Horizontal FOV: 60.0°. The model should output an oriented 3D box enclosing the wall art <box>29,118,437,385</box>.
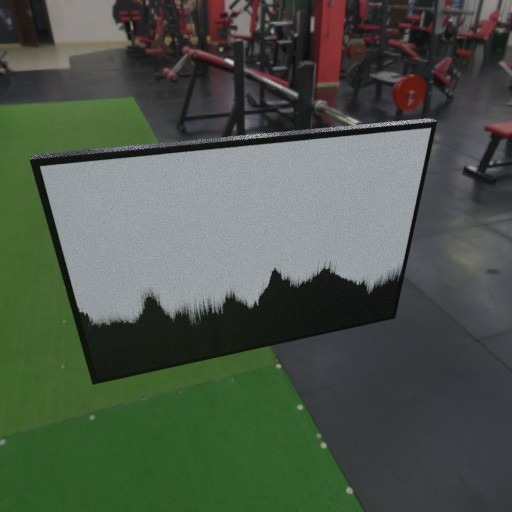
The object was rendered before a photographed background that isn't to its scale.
[{"bbox_3d":[0.000,0.000,0.818,0.659,0.446,0.022,-9,33,-15],"label":"wall art"}]
